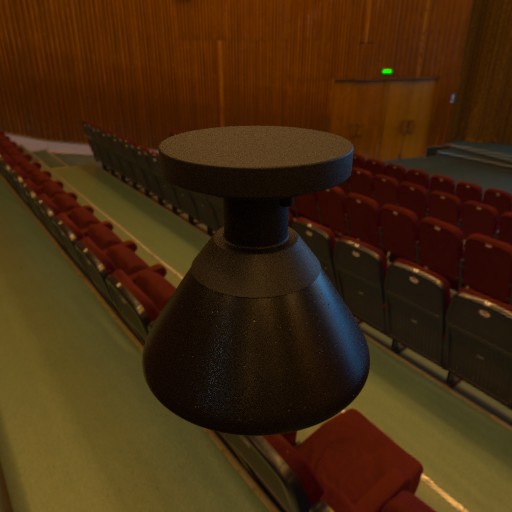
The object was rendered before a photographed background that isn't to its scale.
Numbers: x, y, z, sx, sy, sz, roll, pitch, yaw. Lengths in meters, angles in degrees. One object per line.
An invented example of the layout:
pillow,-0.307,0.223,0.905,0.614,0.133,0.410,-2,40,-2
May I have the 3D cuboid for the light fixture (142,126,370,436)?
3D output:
light fixture,0.000,0.000,0.361,0.200,0.183,0.200,0,26,0
